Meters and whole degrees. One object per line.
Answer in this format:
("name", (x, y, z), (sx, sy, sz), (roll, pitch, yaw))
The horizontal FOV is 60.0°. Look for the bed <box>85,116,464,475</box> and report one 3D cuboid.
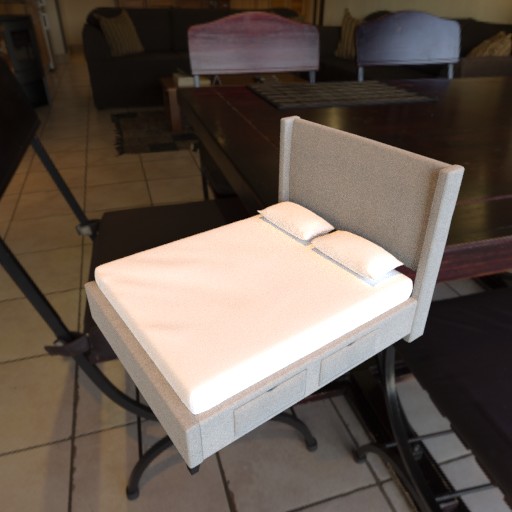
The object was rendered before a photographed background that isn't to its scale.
("bed", (0.000, 0.000, 3.433), (2.222, 1.491, 1.774), (-20, 37, -30))
